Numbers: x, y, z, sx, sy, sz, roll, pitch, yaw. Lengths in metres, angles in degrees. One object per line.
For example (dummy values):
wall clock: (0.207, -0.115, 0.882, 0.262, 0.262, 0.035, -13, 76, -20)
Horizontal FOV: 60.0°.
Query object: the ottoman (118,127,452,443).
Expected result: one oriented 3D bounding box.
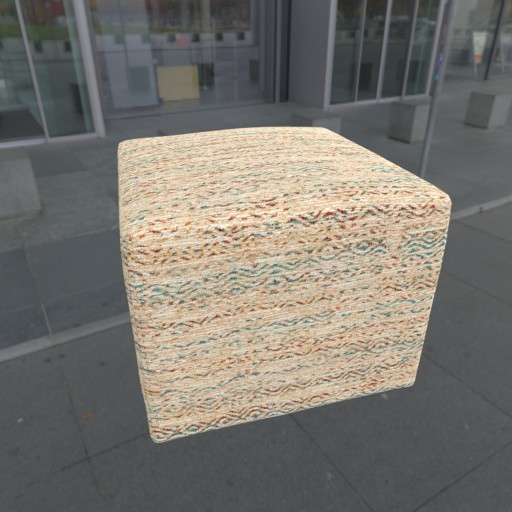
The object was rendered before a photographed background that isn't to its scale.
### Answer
ottoman: (0.000, 0.000, 0.927, 0.512, 0.453, 0.521, -8, 29, -14)
